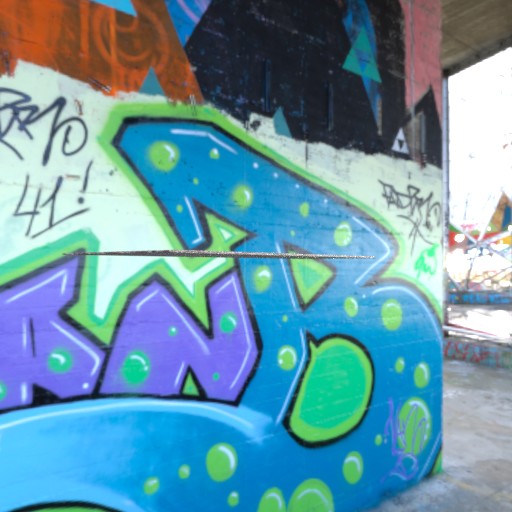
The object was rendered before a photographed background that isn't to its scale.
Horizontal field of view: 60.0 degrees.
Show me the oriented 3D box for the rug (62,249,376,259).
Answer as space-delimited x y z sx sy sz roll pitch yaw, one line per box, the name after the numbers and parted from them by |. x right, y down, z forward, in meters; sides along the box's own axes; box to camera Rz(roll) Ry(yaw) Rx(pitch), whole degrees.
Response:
0.000 0.000 2.905 2.378 0.018 1.324 1 -1 -36 | rug
